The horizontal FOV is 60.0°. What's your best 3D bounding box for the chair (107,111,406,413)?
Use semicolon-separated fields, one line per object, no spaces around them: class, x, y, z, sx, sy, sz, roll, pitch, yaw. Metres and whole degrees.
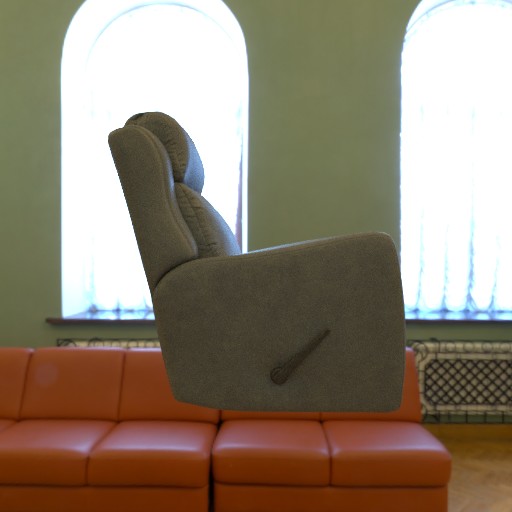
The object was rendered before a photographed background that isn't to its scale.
chair;0.000;0.000;1.969;1.068;1.116;0.967;0;0;0
